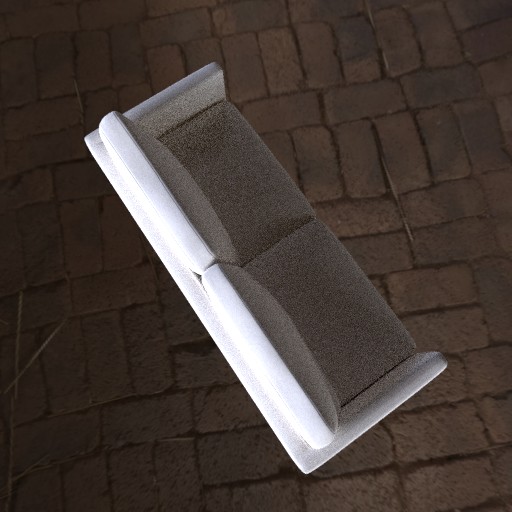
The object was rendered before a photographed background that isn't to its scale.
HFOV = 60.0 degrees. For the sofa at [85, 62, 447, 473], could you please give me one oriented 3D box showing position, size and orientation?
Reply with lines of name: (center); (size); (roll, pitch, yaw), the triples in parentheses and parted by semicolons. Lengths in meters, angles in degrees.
sofa: (0.000, 0.000, 2.587); (0.924, 0.933, 2.139); (-34, 78, -8)
